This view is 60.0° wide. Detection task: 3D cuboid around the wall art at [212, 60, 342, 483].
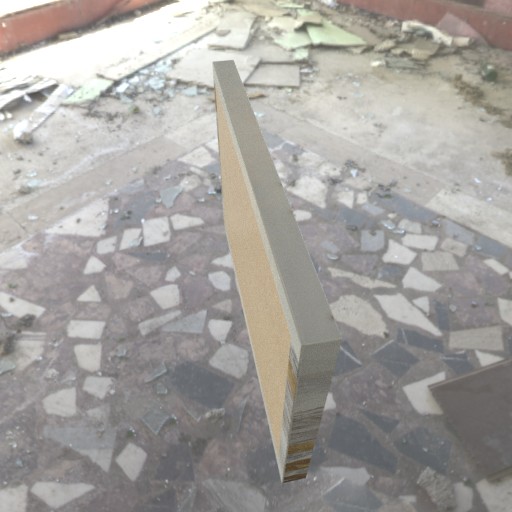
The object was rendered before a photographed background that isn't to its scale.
[{"bbox_3d":[0.000,0.000,0.755,0.041,0.407,0.606,-9,48,-8],"label":"wall art"}]
